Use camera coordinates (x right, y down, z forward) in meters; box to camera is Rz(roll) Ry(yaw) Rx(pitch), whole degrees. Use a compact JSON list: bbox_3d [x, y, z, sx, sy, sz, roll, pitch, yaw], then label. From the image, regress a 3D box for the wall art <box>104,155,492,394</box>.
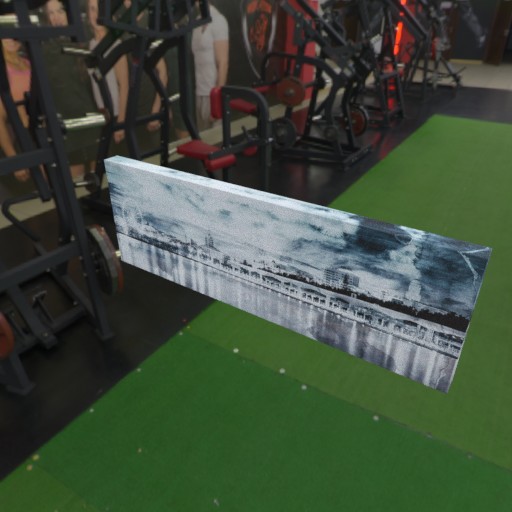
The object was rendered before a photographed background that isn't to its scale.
[{"bbox_3d":[0.000,0.000,0.843,0.759,0.251,0.037,18,35,29],"label":"wall art"}]
